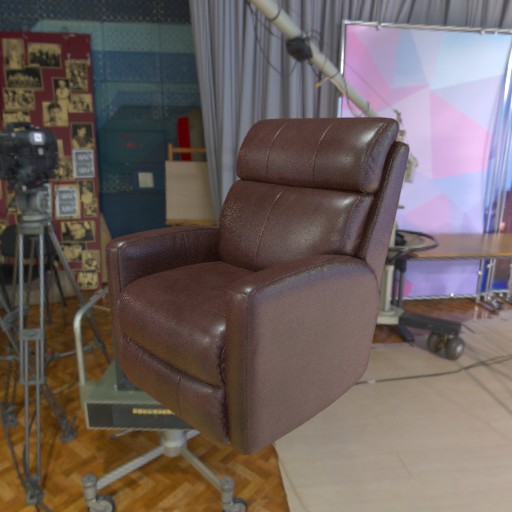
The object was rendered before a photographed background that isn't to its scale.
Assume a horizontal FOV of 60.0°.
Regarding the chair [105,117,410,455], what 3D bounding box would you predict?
[{"bbox_3d":[0.000,0.000,1.690,0.787,1.016,0.939,15,22,42],"label":"chair"}]
